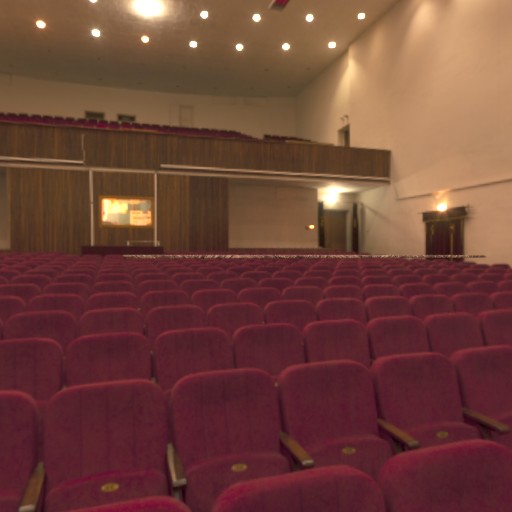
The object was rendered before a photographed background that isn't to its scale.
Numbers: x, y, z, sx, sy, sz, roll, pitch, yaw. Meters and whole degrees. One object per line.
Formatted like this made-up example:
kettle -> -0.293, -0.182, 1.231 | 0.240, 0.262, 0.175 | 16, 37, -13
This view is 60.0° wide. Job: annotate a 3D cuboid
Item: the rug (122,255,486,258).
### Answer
rug -> 0.000, 0.000, 4.303 | 2.448, 0.017, 3.204 | 0, 0, -18
